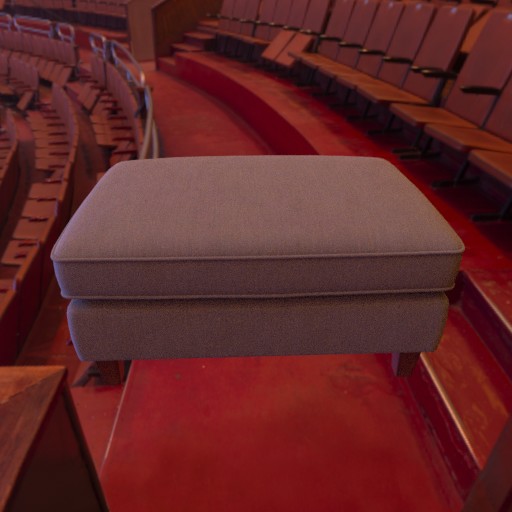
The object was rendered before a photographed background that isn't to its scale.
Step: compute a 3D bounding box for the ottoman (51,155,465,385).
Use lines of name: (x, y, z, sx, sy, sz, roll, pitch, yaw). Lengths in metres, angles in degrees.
ottoman: (0.000, 0.000, 1.318, 0.941, 0.480, 0.636, -1, 31, -2)
